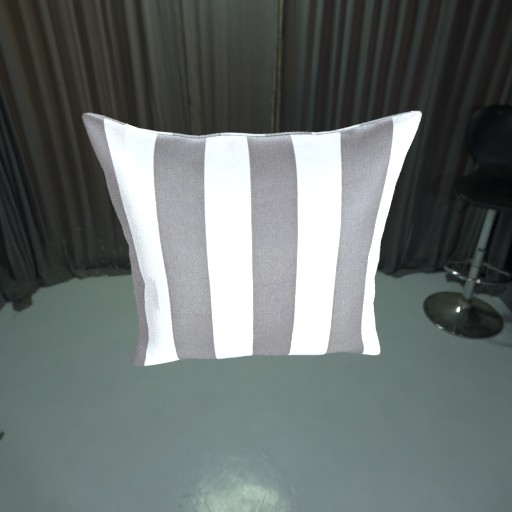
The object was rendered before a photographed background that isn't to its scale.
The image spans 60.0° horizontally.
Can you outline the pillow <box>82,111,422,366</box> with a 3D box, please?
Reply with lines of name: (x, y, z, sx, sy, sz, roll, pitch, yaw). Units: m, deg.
pillow: (0.000, 0.000, 0.800, 0.522, 0.507, 0.192, -1, 30, -2)
